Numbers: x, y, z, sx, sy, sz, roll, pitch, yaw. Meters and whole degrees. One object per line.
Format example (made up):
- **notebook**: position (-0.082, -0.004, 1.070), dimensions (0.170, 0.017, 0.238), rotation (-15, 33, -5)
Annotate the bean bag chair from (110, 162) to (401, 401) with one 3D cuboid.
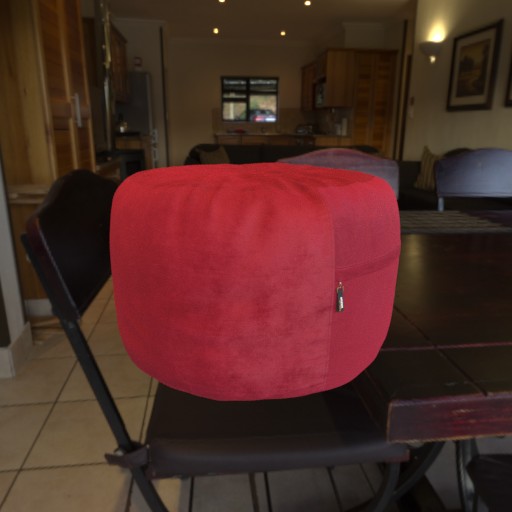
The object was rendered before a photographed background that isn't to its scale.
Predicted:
- **bean bag chair**: position (0.000, 0.000, 1.958), dimensions (1.219, 0.762, 1.219), rotation (0, 16, 0)
